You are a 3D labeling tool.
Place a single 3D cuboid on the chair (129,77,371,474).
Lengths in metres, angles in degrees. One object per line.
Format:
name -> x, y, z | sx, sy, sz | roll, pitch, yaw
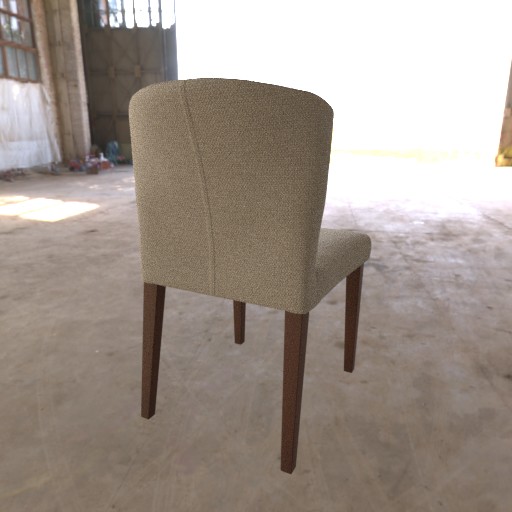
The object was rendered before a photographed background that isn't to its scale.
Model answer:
chair -> 0.000, 0.000, 1.187 | 0.491, 0.839, 0.589 | 8, 18, 27
